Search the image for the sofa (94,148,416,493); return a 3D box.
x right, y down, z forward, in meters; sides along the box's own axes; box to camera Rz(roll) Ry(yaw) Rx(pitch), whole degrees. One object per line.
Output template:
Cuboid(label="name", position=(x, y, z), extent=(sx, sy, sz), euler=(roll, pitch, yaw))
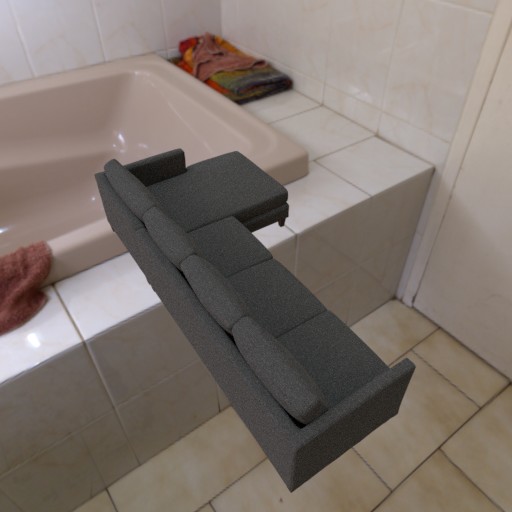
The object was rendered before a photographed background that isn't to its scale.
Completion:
Cuboid(label="sofa", position=(0.000, 0.000, 3.760), extent=(1.625, 0.846, 3.186), euler=(-25, 48, -24))
